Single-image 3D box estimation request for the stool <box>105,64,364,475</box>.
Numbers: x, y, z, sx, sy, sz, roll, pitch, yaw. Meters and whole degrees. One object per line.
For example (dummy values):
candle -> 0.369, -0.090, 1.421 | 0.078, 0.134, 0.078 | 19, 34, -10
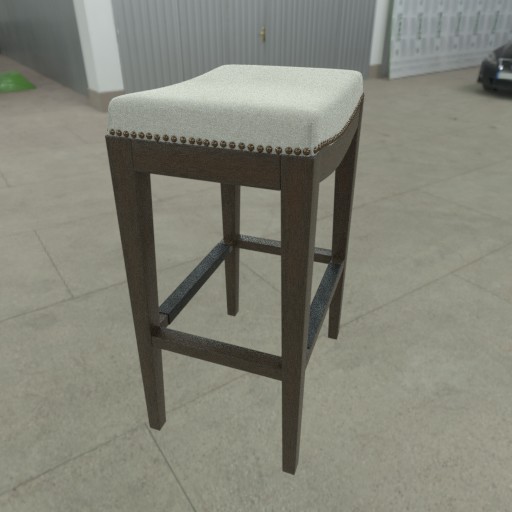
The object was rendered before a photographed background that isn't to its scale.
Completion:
stool -> 0.000, 0.000, 1.019 | 0.358, 0.759, 0.498 | 10, 32, 17
